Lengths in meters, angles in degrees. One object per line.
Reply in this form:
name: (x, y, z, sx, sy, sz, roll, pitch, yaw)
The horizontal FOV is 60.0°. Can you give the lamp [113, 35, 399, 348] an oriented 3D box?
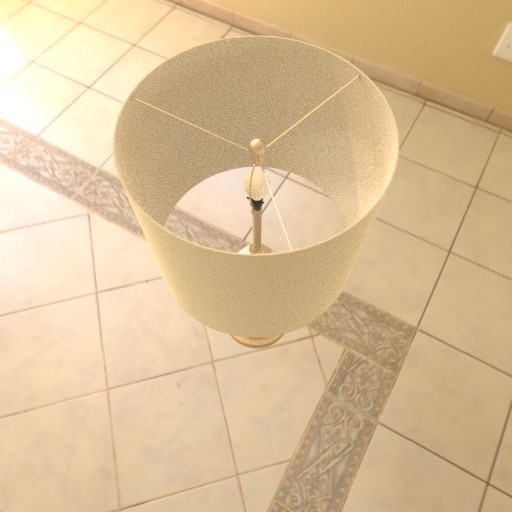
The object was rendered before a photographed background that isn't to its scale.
lamp: (0.000, 0.000, 0.668, 0.277, 0.538, 0.277, 18, 64, 9)
